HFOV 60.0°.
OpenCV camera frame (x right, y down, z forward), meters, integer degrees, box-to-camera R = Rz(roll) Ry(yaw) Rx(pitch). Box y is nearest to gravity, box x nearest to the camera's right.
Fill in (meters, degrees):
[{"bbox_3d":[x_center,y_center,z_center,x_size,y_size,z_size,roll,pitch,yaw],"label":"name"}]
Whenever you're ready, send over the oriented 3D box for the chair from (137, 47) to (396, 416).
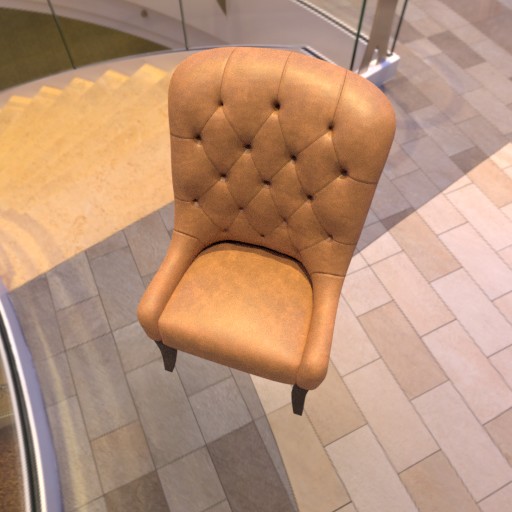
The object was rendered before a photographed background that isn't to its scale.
[{"bbox_3d":[0.000,0.000,1.452,0.634,1.091,0.629,16,59,10],"label":"chair"}]
